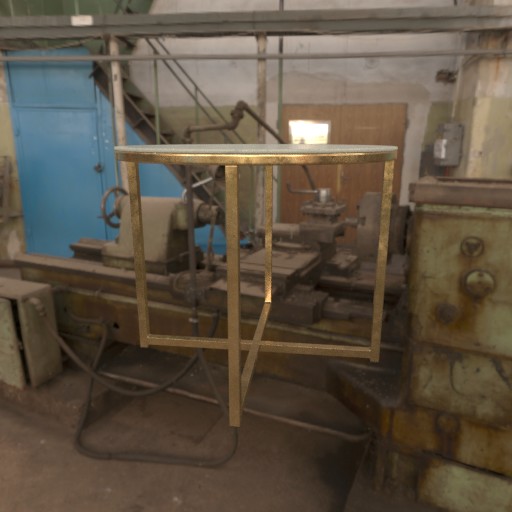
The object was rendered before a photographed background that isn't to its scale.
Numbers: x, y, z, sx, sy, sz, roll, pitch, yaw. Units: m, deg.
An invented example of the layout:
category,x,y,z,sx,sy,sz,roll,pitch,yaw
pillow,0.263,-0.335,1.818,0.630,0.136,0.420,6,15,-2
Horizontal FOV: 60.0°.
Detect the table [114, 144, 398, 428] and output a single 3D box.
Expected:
category,x,y,z,sx,sy,sz,roll,pitch,yaw
table,0.000,0.000,0.871,0.500,0.420,0.500,0,15,0
